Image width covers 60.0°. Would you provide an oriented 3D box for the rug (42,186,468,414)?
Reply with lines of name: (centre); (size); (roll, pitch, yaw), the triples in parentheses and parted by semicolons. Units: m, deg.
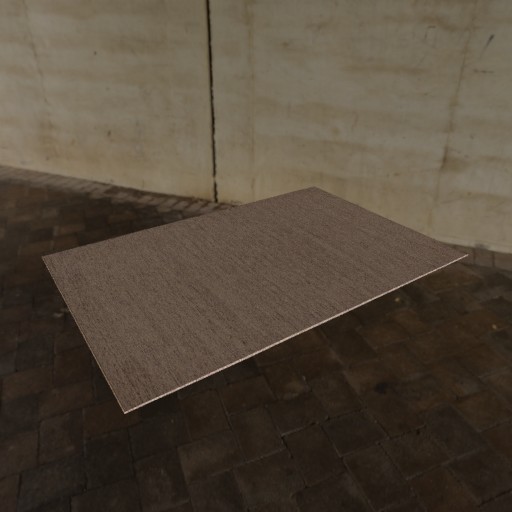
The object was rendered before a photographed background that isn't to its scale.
rug: (0.000, 0.000, 2.299); (1.840, 0.013, 1.225); (-18, 34, -29)
